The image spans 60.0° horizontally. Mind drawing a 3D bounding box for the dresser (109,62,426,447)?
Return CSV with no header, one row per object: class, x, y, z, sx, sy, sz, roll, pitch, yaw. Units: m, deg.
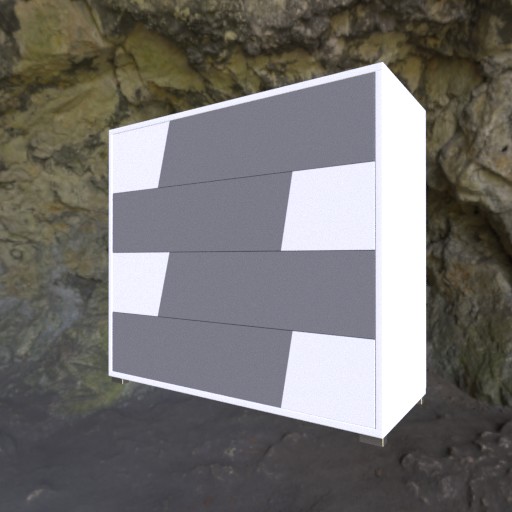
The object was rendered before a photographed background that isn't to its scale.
dresser,0.000,0.000,1.641,1.100,1.000,0.460,0,0,34
